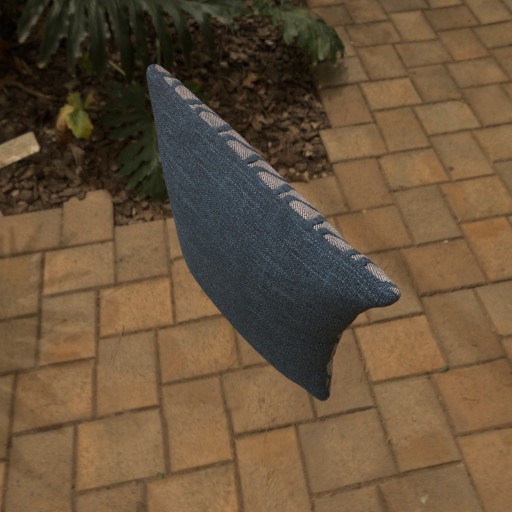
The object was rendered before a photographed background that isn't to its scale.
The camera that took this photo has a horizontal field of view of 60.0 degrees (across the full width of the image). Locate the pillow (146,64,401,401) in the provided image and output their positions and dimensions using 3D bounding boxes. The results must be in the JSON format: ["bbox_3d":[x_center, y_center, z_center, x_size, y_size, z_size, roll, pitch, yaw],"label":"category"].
[{"bbox_3d":[0.000,0.000,0.678,0.159,0.435,0.435,-35,65,-19],"label":"pillow"}]
